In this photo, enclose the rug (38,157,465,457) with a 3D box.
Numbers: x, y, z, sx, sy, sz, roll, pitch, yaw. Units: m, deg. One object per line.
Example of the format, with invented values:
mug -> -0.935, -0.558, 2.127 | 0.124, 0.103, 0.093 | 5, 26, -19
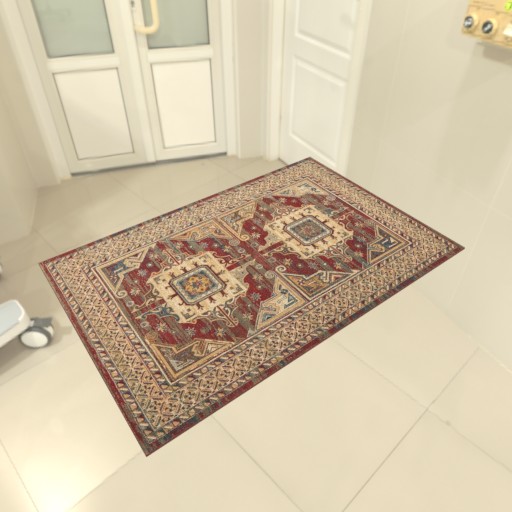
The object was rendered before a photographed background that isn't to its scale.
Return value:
rug -> 0.000, 0.000, 5.699 | 4.578, 0.033, 3.033 | -26, 48, -27
